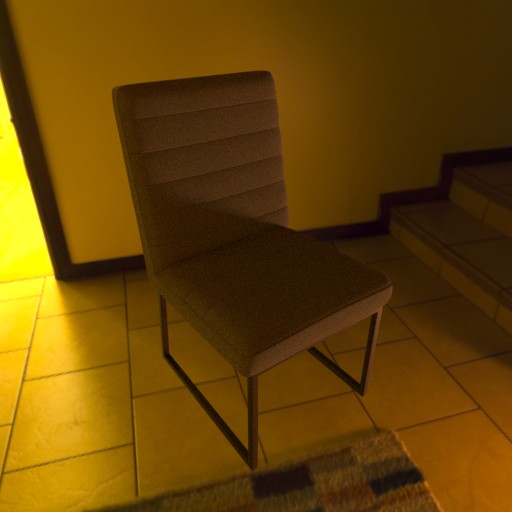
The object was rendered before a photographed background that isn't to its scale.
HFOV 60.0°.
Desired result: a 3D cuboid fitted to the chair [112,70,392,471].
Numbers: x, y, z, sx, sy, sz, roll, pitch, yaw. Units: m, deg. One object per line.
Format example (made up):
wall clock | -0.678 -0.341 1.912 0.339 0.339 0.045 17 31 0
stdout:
chair | 0.000 0.000 1.307 0.520 0.930 0.634 -20 36 -31
